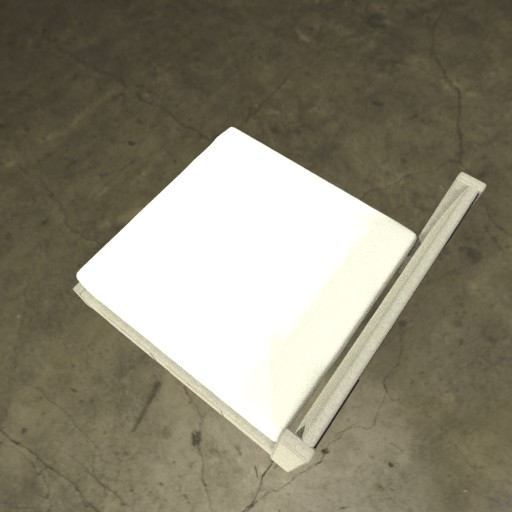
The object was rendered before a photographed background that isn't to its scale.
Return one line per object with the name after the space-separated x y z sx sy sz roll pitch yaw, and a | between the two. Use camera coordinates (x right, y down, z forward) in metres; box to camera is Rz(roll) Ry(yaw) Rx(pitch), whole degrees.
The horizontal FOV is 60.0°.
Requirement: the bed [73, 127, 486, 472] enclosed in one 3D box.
0.000 0.000 3.539 2.280 1.470 2.140 34 67 16 | bed
